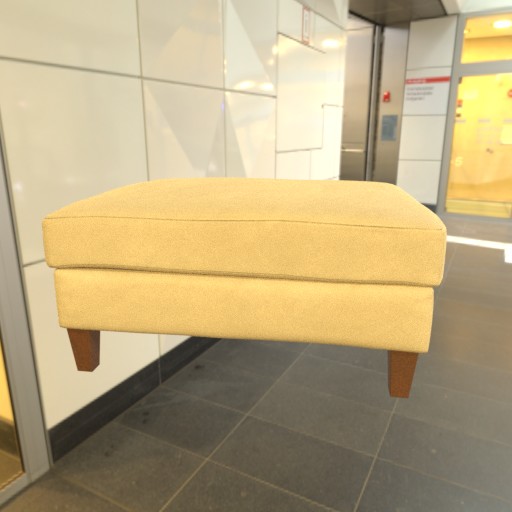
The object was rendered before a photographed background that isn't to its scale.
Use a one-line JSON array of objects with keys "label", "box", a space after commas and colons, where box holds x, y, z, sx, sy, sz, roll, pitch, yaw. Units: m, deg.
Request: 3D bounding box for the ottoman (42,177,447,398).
[{"label": "ottoman", "box": [0.000, 0.000, 1.475, 1.002, 0.492, 0.836, 2, 16, 8]}]
